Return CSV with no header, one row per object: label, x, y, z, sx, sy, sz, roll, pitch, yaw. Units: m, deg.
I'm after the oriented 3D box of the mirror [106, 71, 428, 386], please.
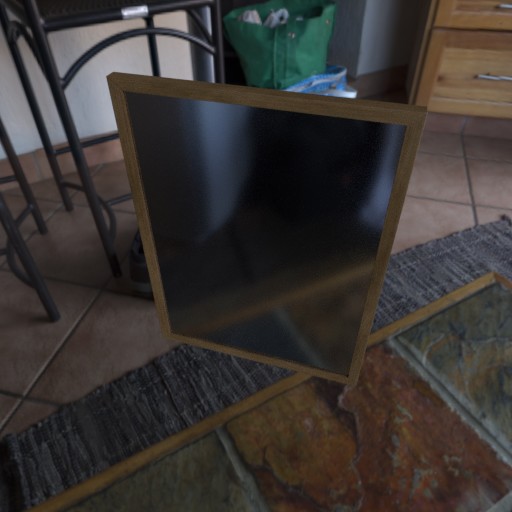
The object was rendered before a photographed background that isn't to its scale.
mirror,0.000,0.000,1.358,0.762,1.016,0.040,11,42,13
